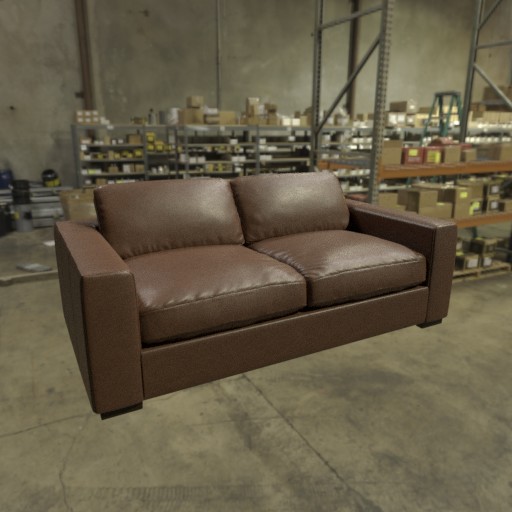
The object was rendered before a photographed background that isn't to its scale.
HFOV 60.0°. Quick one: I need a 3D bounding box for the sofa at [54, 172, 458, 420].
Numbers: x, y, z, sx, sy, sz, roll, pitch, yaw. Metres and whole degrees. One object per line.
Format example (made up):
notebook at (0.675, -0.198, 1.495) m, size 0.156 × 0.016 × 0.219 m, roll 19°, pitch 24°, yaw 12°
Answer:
sofa at (0.000, 0.000, 2.405) m, size 1.920 × 0.800 × 1.070 m, roll -8°, pitch 18°, yaw -27°
